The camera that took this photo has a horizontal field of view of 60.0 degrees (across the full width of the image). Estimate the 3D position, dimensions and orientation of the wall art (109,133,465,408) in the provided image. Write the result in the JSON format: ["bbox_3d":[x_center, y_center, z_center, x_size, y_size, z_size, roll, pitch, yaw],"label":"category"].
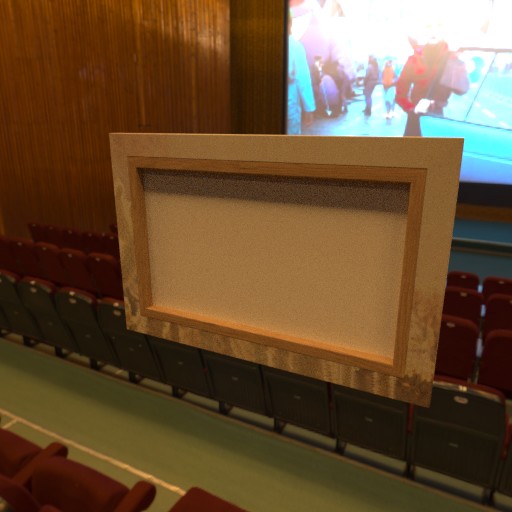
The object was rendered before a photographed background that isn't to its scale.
[{"bbox_3d":[0.000,0.000,1.438,1.142,0.758,0.041,8,19,26],"label":"wall art"}]
